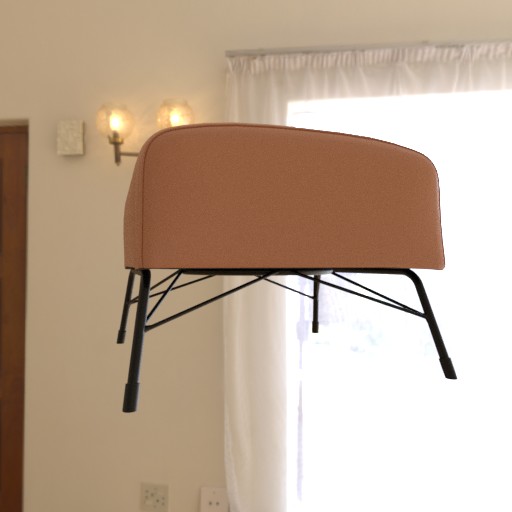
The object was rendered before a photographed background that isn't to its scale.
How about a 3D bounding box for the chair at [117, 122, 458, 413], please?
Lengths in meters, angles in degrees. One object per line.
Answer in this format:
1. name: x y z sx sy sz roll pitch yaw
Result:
1. chair: 0.000 0.000 0.898 0.530 0.410 0.530 0 -1 -18
